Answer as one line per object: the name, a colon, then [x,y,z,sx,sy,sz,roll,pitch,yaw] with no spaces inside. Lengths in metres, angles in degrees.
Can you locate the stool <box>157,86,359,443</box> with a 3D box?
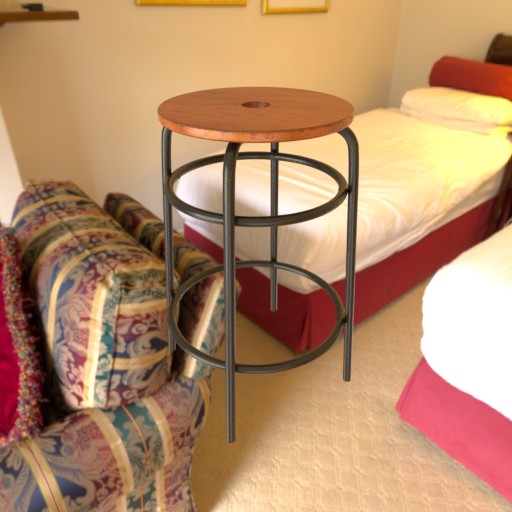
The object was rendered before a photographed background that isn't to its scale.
stool: [0.000,0.000,0.922,0.455,0.610,0.455,7,32,11]
